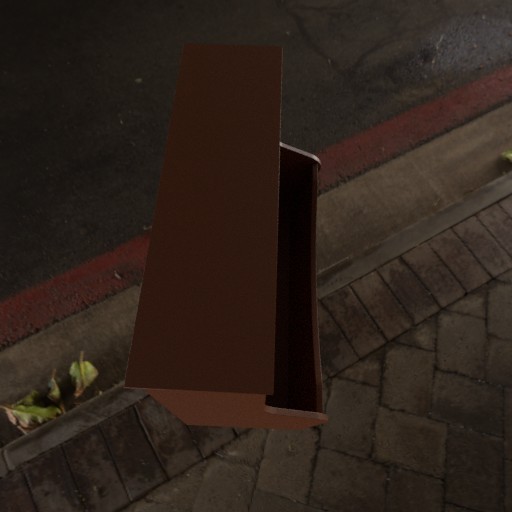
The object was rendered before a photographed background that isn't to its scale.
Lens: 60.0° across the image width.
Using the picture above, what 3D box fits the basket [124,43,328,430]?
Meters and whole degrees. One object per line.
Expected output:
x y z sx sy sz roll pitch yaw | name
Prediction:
0.000 0.000 1.141 0.376 0.625 0.792 2 63 1 | basket
